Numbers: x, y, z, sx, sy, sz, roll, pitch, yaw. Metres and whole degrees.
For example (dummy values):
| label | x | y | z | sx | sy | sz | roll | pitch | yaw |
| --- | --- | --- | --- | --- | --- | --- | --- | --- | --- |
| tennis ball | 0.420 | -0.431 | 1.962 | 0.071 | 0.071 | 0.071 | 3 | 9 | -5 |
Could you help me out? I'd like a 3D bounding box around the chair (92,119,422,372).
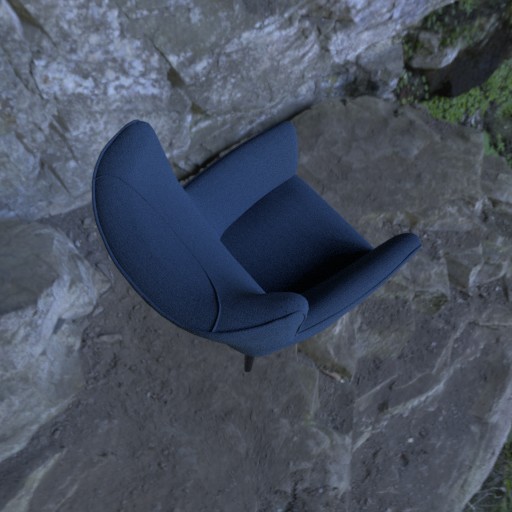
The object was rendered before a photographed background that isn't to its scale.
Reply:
| label | x | y | z | sx | sy | sz | roll | pitch | yaw |
| --- | --- | --- | --- | --- | --- | --- | --- | --- | --- |
| chair | 0.000 | 0.000 | 1.625 | 0.888 | 0.933 | 0.781 | -34 | 66 | -17 |
